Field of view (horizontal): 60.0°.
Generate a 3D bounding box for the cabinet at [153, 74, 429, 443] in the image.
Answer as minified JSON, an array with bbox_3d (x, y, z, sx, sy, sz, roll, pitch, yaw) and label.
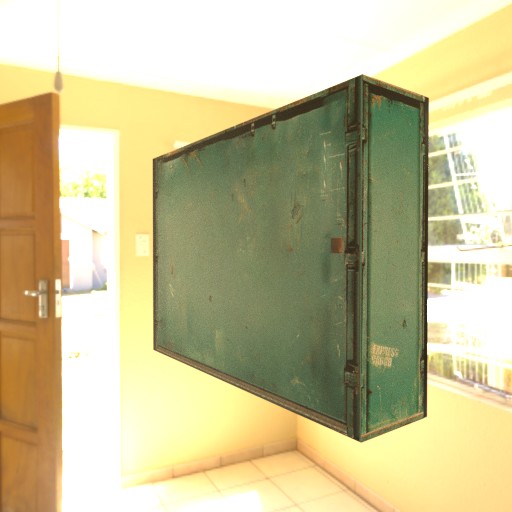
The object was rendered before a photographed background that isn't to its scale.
[{"bbox_3d":[0.000,0.000,4.002,0.680,2.160,3.001,-1,1,-36],"label":"cabinet"}]
